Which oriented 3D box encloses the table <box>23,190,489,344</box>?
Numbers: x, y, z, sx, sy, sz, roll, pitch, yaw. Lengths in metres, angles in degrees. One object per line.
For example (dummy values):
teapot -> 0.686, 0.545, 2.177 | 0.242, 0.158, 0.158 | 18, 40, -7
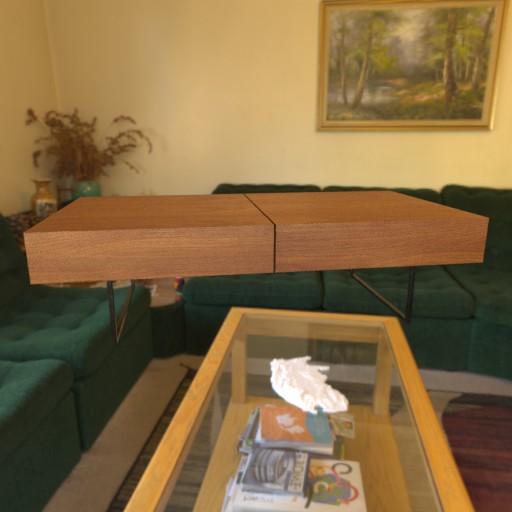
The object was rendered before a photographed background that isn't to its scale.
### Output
table -> 0.000, 0.000, 1.456 | 1.194, 0.330, 0.610 | -2, 16, -9
